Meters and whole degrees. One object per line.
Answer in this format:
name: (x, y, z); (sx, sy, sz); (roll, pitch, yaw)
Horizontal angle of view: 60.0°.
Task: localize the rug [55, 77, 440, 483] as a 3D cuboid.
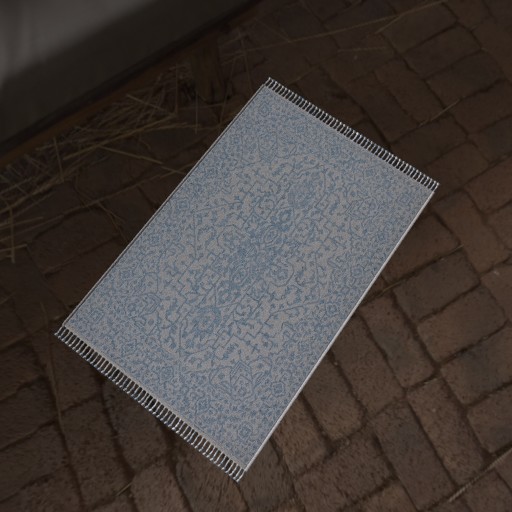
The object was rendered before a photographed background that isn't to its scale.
rug: (0.000, 0.000, 3.069); (1.524, 0.010, 2.438); (35, 78, 9)
